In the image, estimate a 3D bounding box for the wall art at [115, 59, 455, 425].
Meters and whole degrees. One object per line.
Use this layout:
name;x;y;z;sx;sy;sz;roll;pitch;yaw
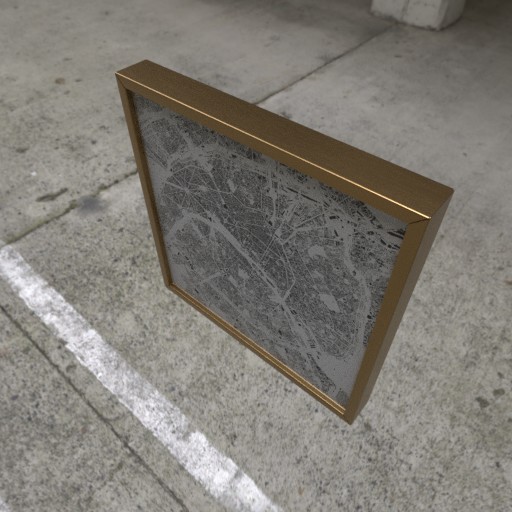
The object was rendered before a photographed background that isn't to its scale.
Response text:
wall art;0.000;0.000;0.453;0.305;0.305;0.037;32;54;26
